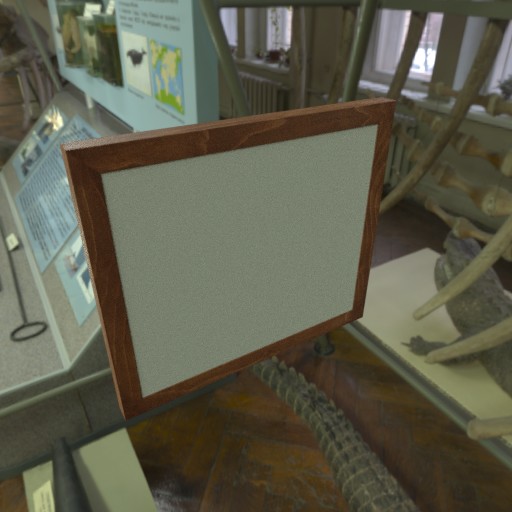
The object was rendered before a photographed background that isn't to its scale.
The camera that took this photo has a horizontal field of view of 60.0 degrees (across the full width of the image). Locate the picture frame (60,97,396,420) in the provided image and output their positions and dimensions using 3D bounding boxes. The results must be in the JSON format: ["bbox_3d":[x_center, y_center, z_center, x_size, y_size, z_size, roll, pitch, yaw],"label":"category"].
[{"bbox_3d":[0.000,0.000,0.542,0.381,0.330,0.025,-17,35,-27],"label":"picture frame"}]
